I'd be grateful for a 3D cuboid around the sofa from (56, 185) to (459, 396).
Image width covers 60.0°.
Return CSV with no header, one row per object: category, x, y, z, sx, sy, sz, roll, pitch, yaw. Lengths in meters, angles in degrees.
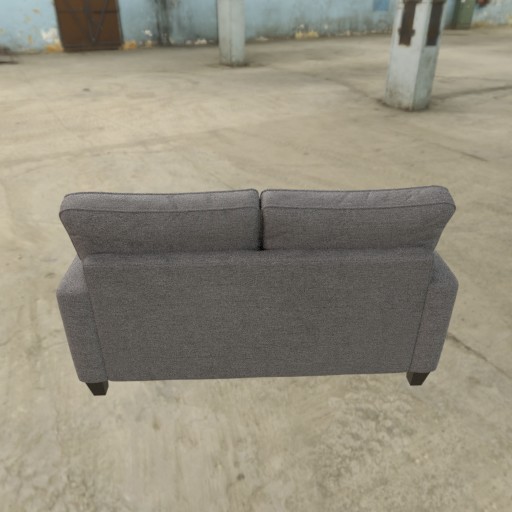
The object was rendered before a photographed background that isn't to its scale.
sofa,0.000,0.000,2.221,1.651,0.965,0.965,-1,30,-2
